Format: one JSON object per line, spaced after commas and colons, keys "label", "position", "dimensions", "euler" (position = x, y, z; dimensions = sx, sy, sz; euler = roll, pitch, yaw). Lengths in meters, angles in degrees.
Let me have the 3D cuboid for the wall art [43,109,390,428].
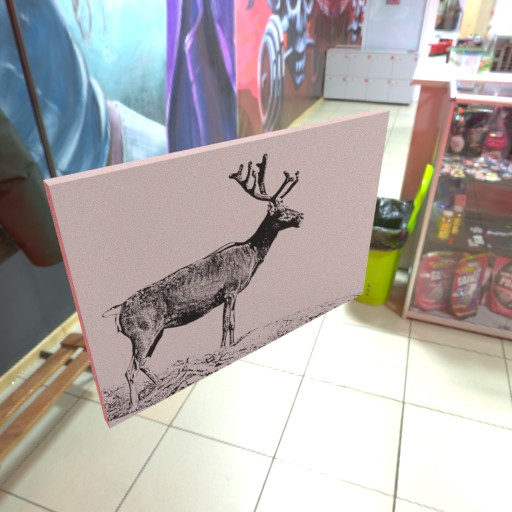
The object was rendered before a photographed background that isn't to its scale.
{"label": "wall art", "position": [0.000, 0.000, 1.150], "dimensions": [0.906, 0.617, 0.033], "euler": [-21, 37, -32]}
